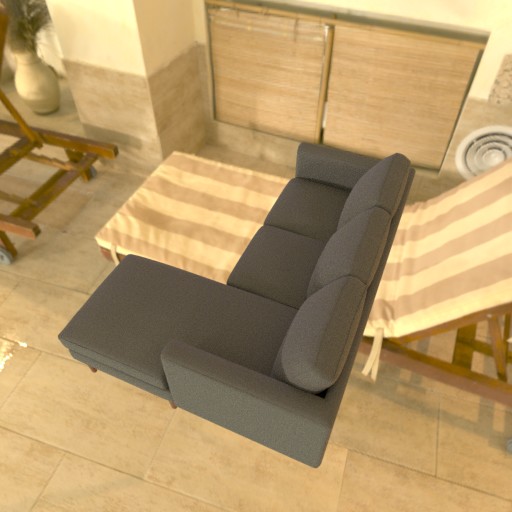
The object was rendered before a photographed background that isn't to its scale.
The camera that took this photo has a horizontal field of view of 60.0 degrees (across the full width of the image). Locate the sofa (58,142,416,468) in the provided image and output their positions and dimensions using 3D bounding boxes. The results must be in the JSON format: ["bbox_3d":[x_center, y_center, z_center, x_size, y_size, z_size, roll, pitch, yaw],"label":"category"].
[{"bbox_3d":[0.000,0.000,2.907,1.591,0.897,2.031,18,50,16],"label":"sofa"}]
